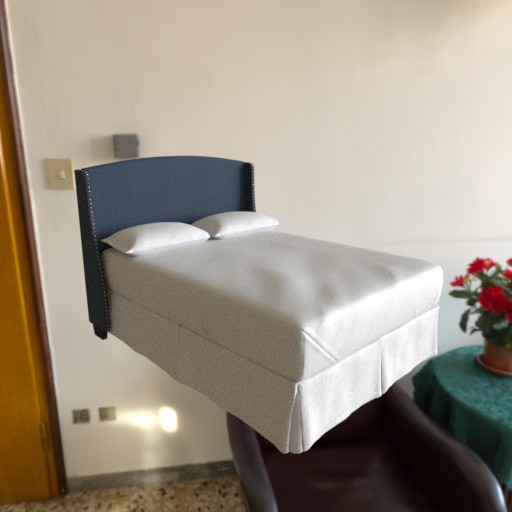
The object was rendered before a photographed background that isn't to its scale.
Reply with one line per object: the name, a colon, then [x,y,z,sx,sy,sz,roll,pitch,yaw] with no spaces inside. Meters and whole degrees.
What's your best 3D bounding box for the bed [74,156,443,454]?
bed: [0.000,0.000,3.313,1.710,1.407,2.237,-14,20,-42]
